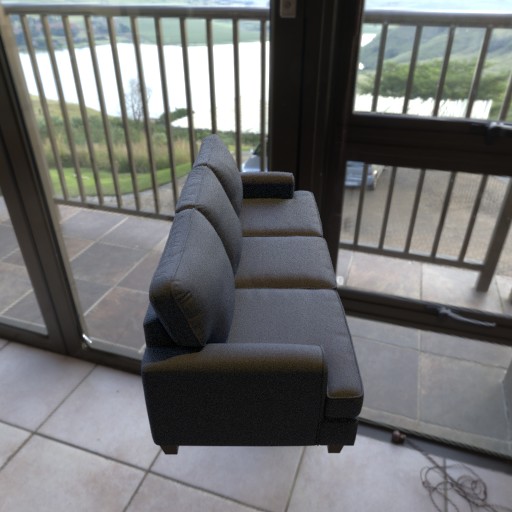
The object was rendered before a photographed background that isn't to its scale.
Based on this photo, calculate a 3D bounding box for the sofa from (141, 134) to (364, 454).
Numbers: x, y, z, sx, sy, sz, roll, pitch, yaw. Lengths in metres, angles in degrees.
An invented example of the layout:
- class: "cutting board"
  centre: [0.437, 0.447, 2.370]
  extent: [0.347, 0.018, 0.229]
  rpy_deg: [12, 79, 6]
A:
- class: "sofa"
  centre: [0.000, 0.000, 2.728]
  extent: [0.951, 0.965, 2.158]
  rpy_deg: [0, 31, 0]
